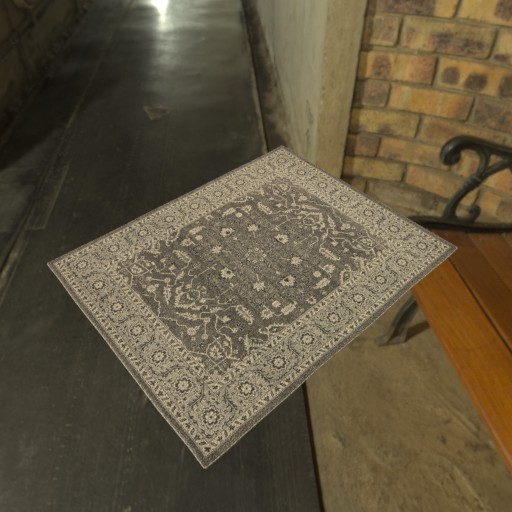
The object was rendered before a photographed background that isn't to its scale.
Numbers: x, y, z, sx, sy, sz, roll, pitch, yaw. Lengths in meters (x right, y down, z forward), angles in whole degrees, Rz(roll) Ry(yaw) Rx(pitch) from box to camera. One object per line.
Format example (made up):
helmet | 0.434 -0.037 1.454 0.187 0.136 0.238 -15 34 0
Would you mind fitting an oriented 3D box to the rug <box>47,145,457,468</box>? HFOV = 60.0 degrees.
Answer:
rug | 0.000 0.000 4.209 3.069 0.026 2.451 -32 54 -28
